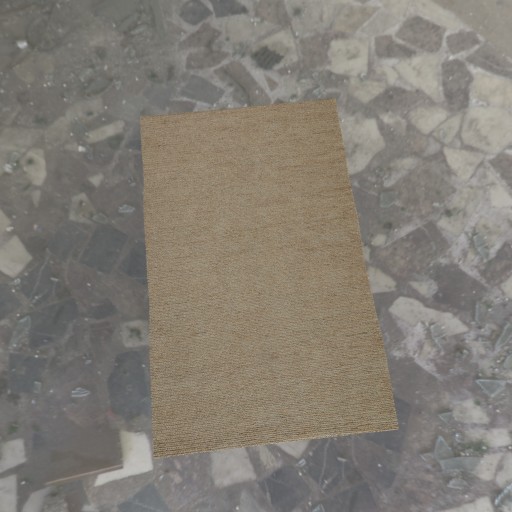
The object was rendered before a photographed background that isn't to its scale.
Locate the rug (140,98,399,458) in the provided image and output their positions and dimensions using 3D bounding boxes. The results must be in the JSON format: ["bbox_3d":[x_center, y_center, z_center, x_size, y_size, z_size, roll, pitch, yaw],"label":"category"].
[{"bbox_3d":[0.000,0.000,3.091,1.533,0.011,2.439,-6,73,-2],"label":"rug"}]
